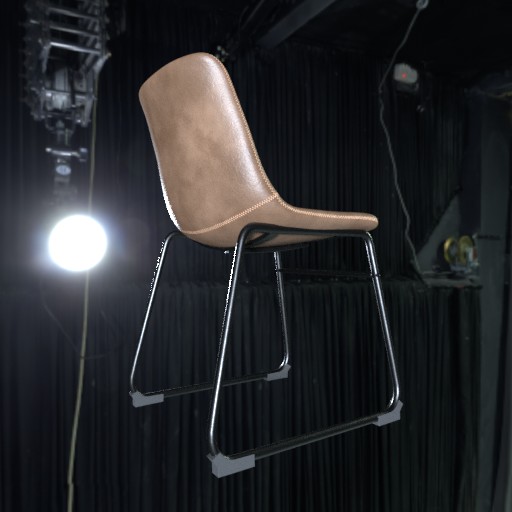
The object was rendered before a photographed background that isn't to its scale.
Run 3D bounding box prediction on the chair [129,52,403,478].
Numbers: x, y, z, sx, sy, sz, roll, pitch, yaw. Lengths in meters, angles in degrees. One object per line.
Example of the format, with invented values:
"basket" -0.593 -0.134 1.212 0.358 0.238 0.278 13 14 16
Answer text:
"chair" 0.000 0.000 1.101 0.551 0.780 0.460 0 0 -34
